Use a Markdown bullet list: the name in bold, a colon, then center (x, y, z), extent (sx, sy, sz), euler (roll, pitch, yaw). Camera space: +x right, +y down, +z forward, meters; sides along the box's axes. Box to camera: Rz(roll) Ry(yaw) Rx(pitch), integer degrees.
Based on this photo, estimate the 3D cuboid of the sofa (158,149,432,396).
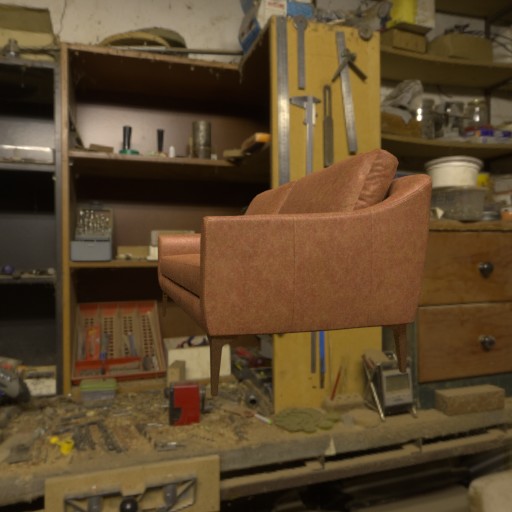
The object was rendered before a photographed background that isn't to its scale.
- **sofa**: center (0.000, 0.000, 2.589), extent (0.981, 0.945, 2.036), euler (0, 1, -17)
